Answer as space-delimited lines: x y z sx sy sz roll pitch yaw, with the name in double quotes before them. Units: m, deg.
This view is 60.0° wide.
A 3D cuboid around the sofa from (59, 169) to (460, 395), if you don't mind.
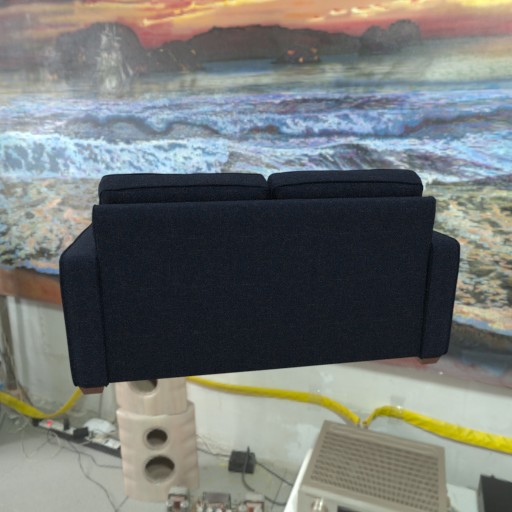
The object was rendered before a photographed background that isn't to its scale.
"sofa" 0.000 0.000 2.289 1.709 0.918 0.947 -3 16 -9
